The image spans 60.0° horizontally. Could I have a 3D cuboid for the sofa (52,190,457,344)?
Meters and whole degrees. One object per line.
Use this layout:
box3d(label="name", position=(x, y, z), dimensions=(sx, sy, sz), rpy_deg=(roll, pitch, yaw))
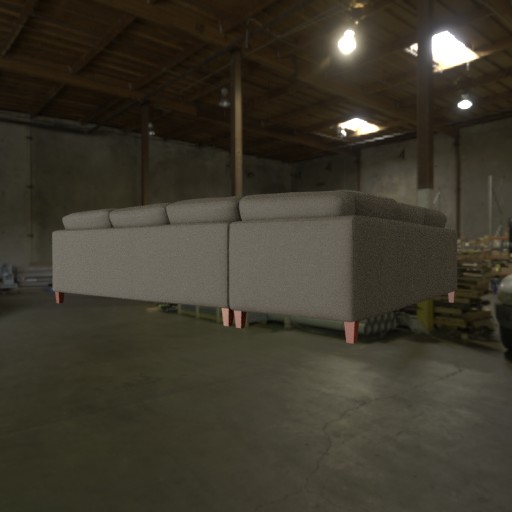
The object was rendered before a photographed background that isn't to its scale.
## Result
box3d(label="sofa", position=(0.000, 0.000, 4.496), dimensions=(3.302, 0.947, 2.593), rpy_deg=(1, 1, 37))
